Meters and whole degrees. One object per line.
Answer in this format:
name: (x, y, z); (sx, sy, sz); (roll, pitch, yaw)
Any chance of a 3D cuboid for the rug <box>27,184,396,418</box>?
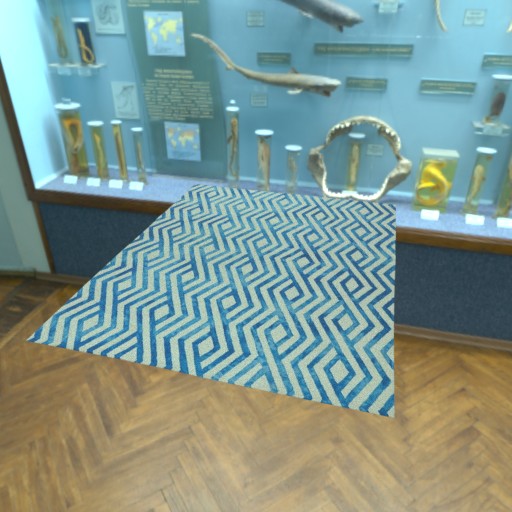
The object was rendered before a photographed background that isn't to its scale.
rug: (0.000, 0.000, 4.039); (2.453, 0.008, 3.059); (8, 31, 13)
